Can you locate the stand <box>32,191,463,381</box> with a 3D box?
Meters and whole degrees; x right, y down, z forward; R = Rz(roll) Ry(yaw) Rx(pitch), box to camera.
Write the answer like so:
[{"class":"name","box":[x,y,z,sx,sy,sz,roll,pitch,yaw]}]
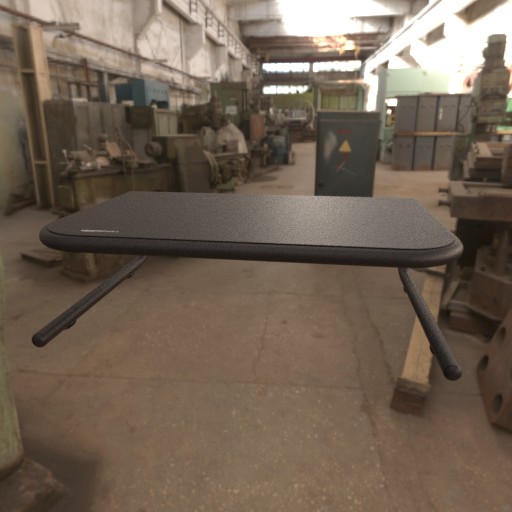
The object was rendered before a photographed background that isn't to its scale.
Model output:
[{"class":"stand","box":[0.000,0.000,0.490,0.370,0.108,0.280,3,18,8]}]
